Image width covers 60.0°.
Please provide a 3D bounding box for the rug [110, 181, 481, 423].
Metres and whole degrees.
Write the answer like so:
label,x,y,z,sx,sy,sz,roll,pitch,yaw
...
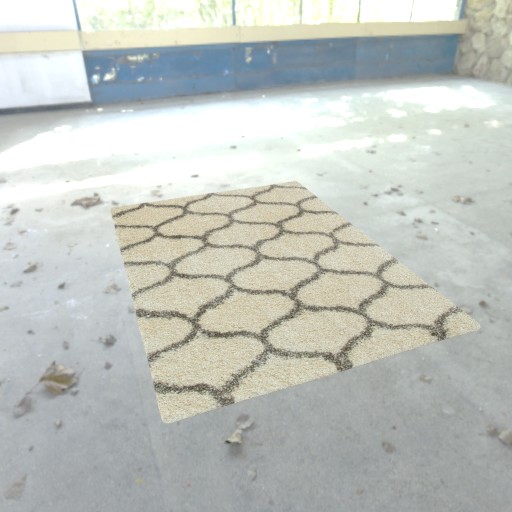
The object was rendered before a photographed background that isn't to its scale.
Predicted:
label,x,y,z,sx,sy,sz,roll,pitch,yaw
rug,0.000,0.000,2.116,1.200,0.025,1.600,-11,32,-18
